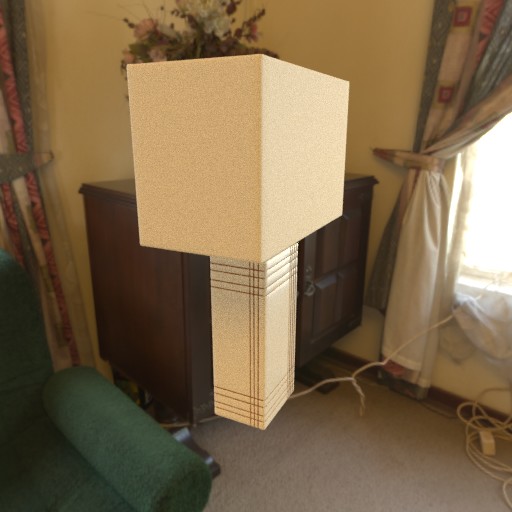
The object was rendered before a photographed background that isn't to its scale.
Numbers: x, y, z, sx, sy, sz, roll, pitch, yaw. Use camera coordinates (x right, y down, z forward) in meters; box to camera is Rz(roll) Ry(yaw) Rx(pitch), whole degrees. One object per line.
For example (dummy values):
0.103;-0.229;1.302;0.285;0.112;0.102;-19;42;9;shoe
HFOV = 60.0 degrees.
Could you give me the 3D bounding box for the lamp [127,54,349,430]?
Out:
0.000;0.000;0.711;0.182;0.543;0.334;8;18;26;lamp
